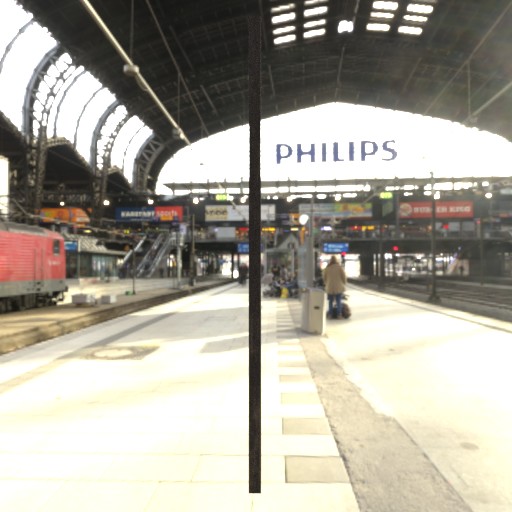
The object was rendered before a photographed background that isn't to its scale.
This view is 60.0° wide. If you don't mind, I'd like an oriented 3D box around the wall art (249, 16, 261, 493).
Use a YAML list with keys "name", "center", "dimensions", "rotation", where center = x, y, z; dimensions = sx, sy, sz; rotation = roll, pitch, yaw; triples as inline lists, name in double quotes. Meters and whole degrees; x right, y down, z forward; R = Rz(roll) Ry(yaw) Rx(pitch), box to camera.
- name: "wall art"
  center: [0.000, 0.000, 1.395]
  dimensions: [0.029, 1.066, 0.812]
  rotation: [0, -1, 0]
